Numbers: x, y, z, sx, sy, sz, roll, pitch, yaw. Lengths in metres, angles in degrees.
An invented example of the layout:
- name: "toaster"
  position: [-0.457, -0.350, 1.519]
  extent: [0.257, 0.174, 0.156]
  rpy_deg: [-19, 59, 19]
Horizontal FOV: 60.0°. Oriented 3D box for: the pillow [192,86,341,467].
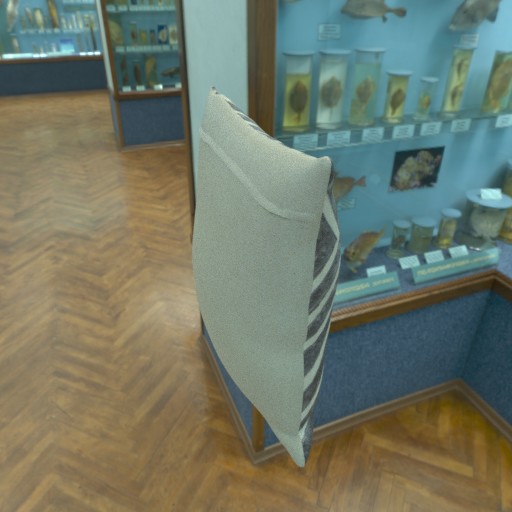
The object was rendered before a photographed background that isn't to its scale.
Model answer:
- name: "pillow"
  position: [0.000, 0.000, 0.684]
  extent: [0.182, 0.441, 0.440]
  rpy_deg: [-10, 32, -17]
